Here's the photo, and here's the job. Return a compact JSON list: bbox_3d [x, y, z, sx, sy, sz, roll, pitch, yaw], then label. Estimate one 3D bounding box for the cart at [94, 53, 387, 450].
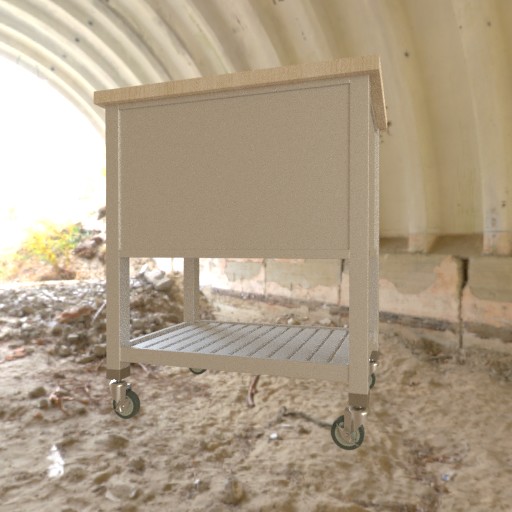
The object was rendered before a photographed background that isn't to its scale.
[{"bbox_3d":[0.000,0.000,1.378,0.762,0.914,0.559,0,1,18],"label":"cart"}]
